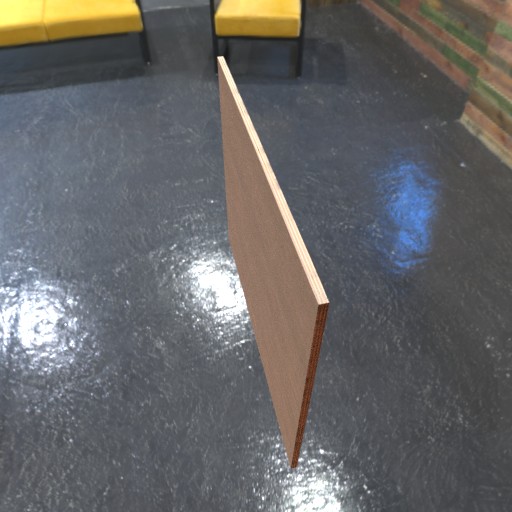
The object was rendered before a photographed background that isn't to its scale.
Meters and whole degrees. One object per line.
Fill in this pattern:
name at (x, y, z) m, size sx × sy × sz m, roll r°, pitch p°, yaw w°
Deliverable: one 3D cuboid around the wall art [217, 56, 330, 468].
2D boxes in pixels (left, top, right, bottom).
wall art at (0.000, 0.000, 0.690) m, size 0.010 × 0.408 × 0.508 m, roll -10°, pitch 47°, yaw -9°
